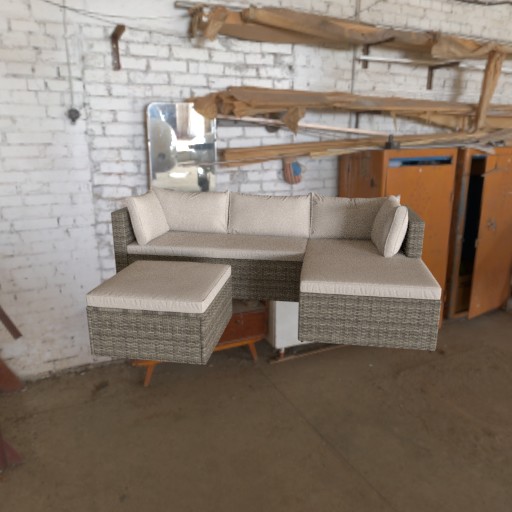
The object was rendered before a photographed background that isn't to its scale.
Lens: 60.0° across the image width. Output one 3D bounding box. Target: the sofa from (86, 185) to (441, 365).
[{"bbox_3d":[0.000,0.000,2.998,2.192,0.766,1.662,3,16,9],"label":"sofa"}]
